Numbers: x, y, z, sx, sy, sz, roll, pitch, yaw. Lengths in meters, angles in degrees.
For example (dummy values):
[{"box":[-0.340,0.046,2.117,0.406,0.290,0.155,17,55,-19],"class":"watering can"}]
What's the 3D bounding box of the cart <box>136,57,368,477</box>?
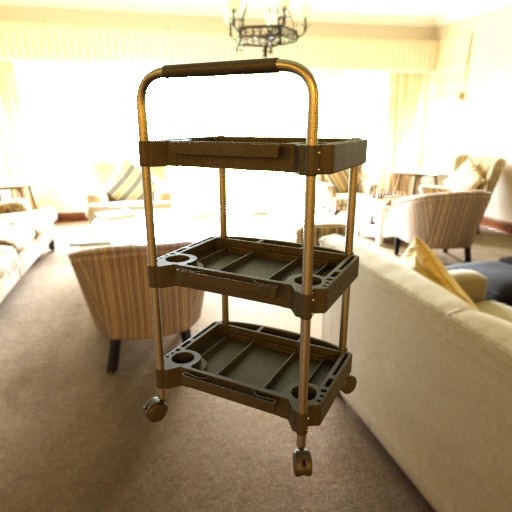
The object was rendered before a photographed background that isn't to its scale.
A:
[{"box":[0.000,0.000,1.379,0.584,1.075,0.518,9,19,26],"class":"cart"}]
